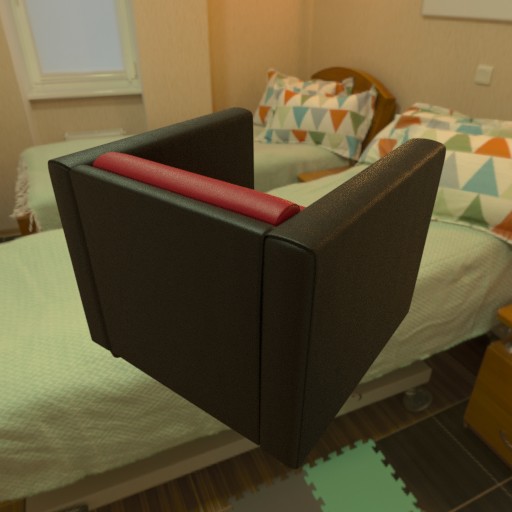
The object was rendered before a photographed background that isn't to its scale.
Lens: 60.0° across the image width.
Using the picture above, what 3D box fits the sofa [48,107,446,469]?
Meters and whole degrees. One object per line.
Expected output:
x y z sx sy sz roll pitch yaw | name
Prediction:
0.000 0.000 1.427 0.839 0.724 0.809 21 36 31 | sofa
